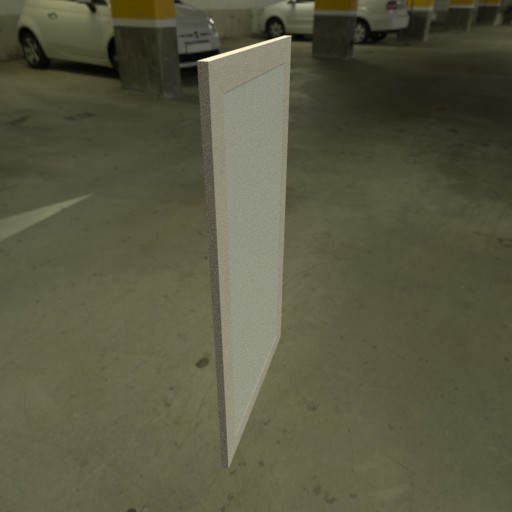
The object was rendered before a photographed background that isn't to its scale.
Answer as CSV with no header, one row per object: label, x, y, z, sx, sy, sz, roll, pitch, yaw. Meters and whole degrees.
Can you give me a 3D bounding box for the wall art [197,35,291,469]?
wall art,0.000,0.000,0.792,0.013,0.683,0.380,9,31,15
